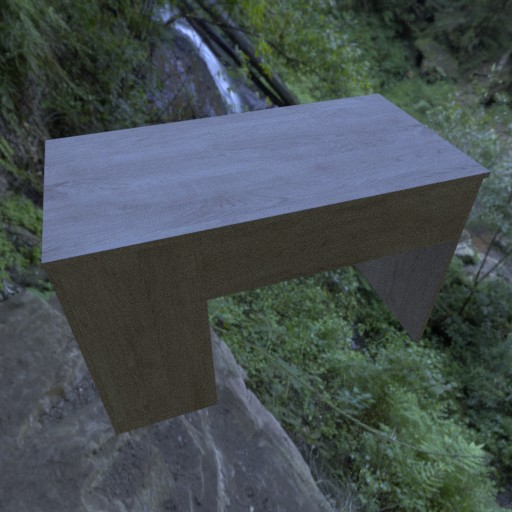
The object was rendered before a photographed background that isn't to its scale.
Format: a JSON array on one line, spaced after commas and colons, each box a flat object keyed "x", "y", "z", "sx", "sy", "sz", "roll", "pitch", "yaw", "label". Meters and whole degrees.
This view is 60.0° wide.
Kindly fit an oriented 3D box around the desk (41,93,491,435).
[{"x": 0.000, "y": 0.000, "z": 1.458, "sx": 1.097, "sy": 0.735, "sz": 0.560, "roll": -13, "pitch": 43, "yaw": -14, "label": "desk"}]
